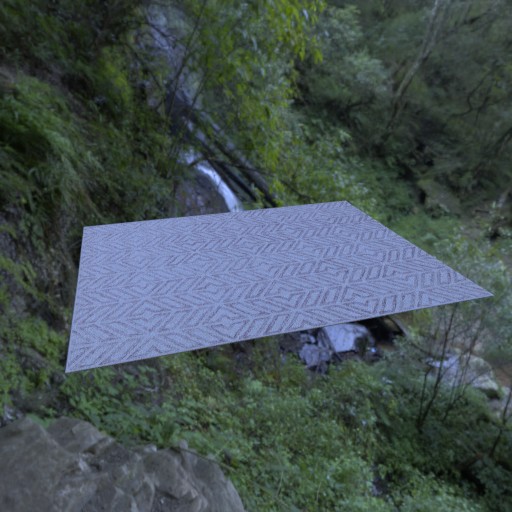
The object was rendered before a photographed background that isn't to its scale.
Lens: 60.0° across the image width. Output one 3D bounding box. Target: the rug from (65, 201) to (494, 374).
[{"bbox_3d":[0.000,0.000,4.007,3.045,0.008,2.421,-7,26,-15],"label":"rug"}]
